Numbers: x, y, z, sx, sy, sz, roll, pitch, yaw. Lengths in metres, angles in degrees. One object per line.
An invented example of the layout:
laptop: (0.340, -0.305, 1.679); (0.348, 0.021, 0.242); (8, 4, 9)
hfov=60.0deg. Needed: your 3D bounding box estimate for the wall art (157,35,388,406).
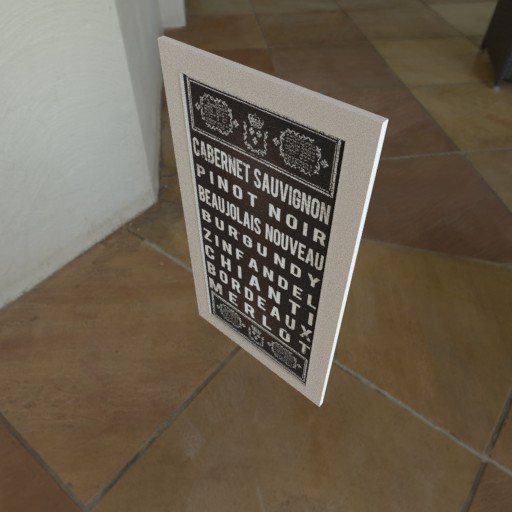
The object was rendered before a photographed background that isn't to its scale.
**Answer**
wall art: (0.000, 0.000, 0.820); (0.380, 0.683, 0.013); (32, 54, 27)
